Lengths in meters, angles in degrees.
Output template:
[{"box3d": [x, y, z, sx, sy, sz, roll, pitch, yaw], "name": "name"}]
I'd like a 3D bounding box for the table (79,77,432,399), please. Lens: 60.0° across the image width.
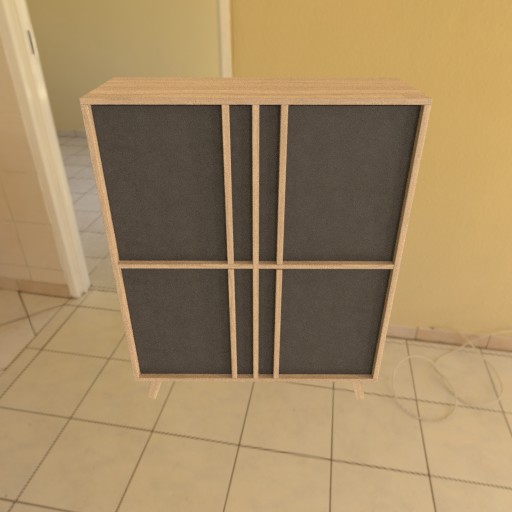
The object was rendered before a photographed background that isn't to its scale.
[{"box3d": [0.000, 0.000, 1.917, 1.111, 1.388, 0.398, 0, 31, 0], "name": "table"}]
